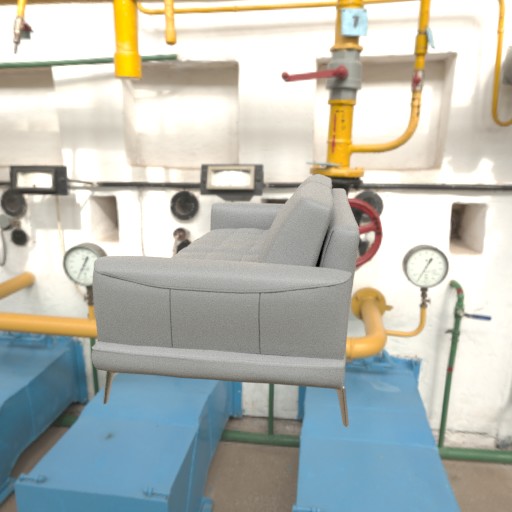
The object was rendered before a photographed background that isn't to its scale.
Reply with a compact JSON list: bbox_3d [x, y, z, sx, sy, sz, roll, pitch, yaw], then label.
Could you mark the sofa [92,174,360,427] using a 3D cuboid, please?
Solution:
[{"bbox_3d":[0.000,0.000,2.754,1.121,0.930,2.177,2,14,9],"label":"sofa"}]
